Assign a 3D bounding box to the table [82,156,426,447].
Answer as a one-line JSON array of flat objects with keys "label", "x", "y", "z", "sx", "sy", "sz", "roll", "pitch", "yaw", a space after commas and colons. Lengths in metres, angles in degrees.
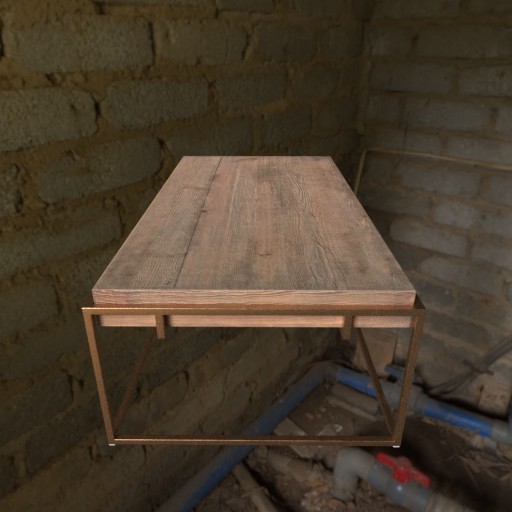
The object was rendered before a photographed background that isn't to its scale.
[{"label": "table", "x": 0.000, "y": 0.000, "z": 1.706, "sx": 0.775, "sy": 0.468, "sz": 1.387, "roll": 0, "pitch": 25, "yaw": 0}]
